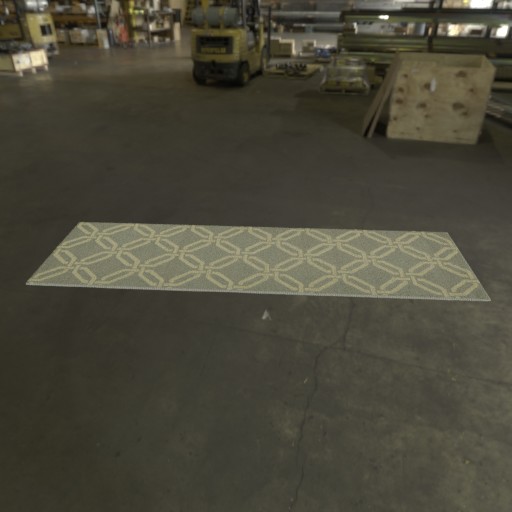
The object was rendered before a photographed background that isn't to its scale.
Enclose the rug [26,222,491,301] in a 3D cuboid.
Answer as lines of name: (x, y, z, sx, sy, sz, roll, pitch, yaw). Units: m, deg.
rug: (0.000, 0.000, 2.449, 2.276, 0.014, 0.678, 2, 31, 3)
